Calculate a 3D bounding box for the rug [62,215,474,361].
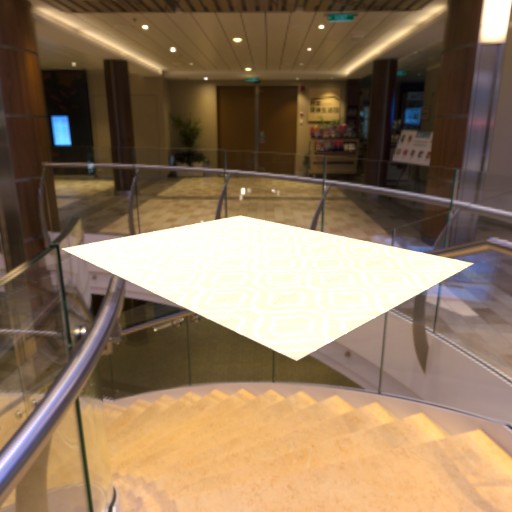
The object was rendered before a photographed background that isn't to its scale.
[{"bbox_3d":[0.000,0.000,3.938,2.283,0.006,2.892,-16,22,-42],"label":"rug"}]
